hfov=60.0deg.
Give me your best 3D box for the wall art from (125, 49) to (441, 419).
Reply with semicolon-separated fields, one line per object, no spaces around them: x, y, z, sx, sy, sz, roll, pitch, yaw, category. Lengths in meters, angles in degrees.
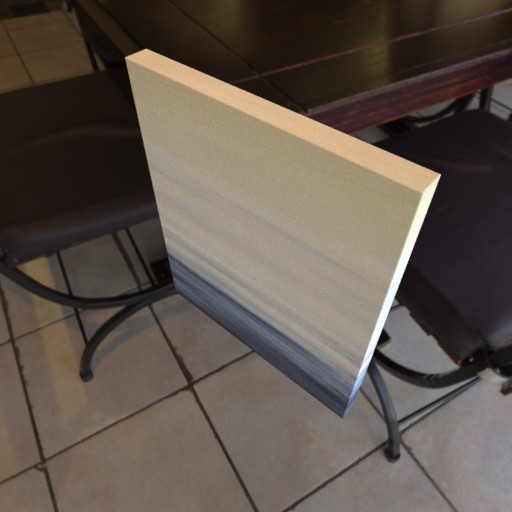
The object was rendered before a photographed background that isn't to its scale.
0.000;0.000;0.698;0.435;0.511;0.037;33;55;26;wall art
